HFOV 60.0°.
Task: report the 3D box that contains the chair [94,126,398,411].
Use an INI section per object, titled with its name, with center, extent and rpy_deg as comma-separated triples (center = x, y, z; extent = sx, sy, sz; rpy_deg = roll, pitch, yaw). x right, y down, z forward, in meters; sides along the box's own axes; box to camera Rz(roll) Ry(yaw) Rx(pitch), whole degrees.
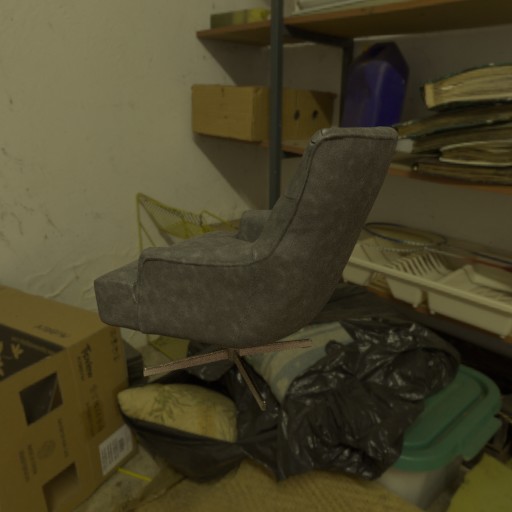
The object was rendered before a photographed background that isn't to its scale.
[chair]
center = 0.000, 0.000, 1.552
extent = 0.874, 0.870, 0.738
rpy_deg = 8, 18, 24
